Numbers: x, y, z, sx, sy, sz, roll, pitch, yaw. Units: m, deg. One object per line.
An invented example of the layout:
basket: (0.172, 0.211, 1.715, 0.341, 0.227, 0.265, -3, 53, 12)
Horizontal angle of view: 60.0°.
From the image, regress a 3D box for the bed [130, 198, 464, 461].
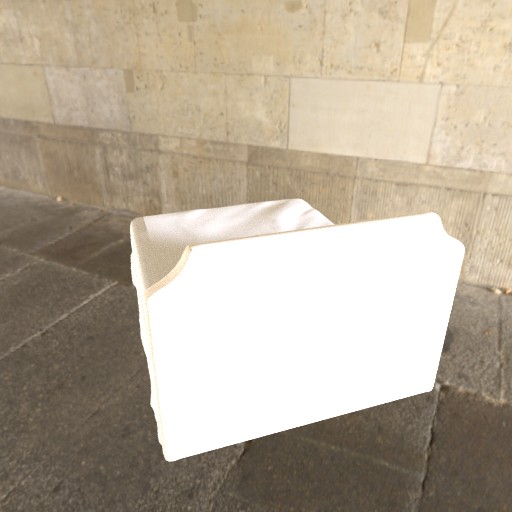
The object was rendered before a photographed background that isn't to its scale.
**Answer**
bed: (0.000, 0.000, 3.892, 2.134, 1.524, 2.548, -9, 28, -16)
